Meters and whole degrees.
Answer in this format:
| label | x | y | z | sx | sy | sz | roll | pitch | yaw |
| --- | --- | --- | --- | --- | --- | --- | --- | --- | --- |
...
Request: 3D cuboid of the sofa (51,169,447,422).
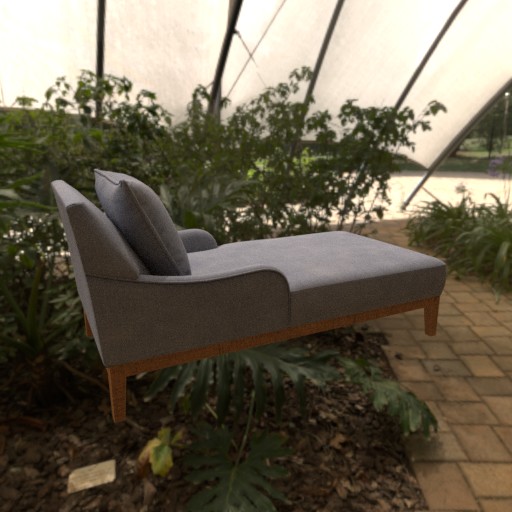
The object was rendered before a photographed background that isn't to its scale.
| label | x | y | z | sx | sy | sz | roll | pitch | yaw |
| --- | --- | --- | --- | --- | --- | --- | --- | --- | --- |
| sofa | 0.000 | 0.000 | 2.248 | 1.779 | 0.883 | 0.904 | -7 | 17 | -26 |
